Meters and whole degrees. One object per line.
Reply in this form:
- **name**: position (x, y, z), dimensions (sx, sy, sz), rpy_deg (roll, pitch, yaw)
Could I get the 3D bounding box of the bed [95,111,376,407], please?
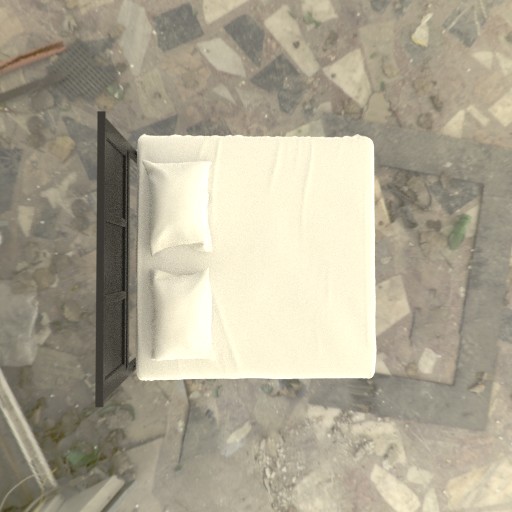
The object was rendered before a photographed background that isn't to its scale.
- **bed**: position (0.000, 0.000, 3.660), dimensions (2.219, 1.271, 2.315), rpy_deg (0, 89, -2)
